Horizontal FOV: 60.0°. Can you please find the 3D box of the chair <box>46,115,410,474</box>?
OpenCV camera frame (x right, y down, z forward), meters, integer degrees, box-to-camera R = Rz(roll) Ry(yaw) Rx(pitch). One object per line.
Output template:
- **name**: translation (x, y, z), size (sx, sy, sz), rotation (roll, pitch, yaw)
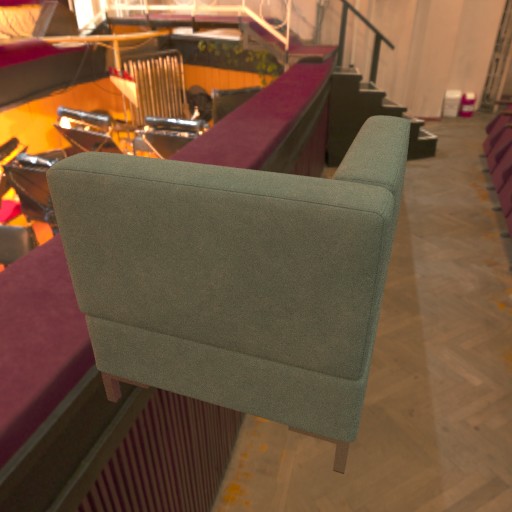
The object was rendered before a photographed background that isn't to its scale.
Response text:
- **chair**: translation (0.000, 0.000, 1.182), size (0.680, 0.660, 0.680), rotation (10, 32, 17)
